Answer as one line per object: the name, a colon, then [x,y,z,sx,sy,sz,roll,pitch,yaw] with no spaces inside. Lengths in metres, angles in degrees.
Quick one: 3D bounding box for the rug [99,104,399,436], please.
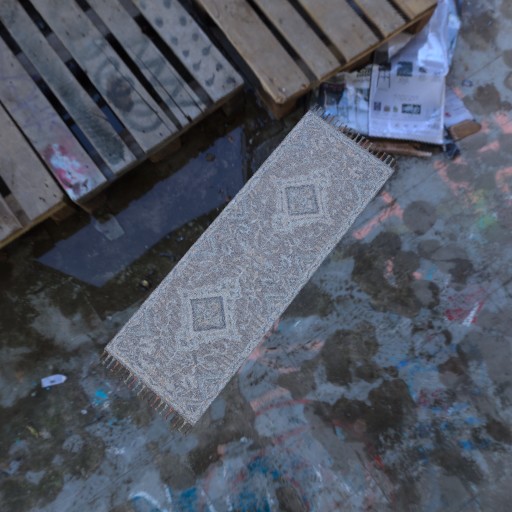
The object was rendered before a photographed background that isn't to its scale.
rug: [0.000,0.000,2.912,2.378,0.018,1.324,-35,80,-7]
